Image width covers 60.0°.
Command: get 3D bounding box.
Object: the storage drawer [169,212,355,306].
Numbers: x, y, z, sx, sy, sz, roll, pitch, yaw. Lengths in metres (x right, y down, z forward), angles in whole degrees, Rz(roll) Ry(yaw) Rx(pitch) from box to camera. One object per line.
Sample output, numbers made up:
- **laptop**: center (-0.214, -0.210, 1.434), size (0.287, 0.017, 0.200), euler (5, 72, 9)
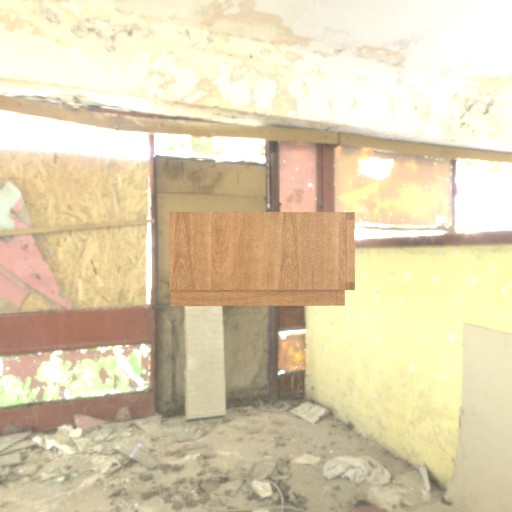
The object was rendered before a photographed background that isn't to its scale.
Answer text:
- **storage drawer**: center (0.000, 0.000, 2.249), size (0.538, 0.264, 2.032), euler (0, 1, -2)
